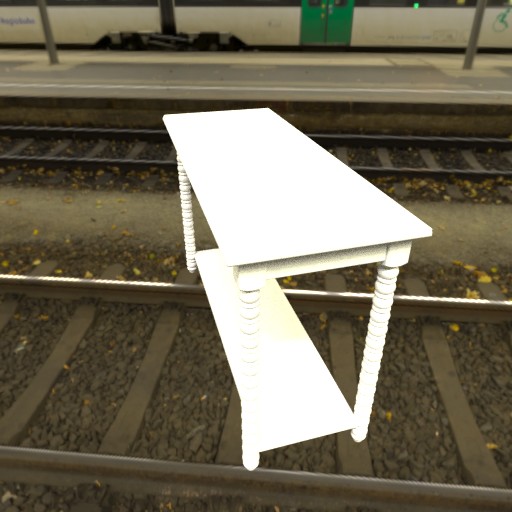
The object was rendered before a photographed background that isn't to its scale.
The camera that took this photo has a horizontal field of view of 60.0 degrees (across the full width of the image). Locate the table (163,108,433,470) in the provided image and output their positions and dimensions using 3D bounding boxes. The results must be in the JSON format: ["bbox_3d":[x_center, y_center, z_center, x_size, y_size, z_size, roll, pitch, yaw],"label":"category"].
[{"bbox_3d":[0.000,0.000,1.565,0.459,0.740,1.184,-8,32,-14],"label":"table"}]
